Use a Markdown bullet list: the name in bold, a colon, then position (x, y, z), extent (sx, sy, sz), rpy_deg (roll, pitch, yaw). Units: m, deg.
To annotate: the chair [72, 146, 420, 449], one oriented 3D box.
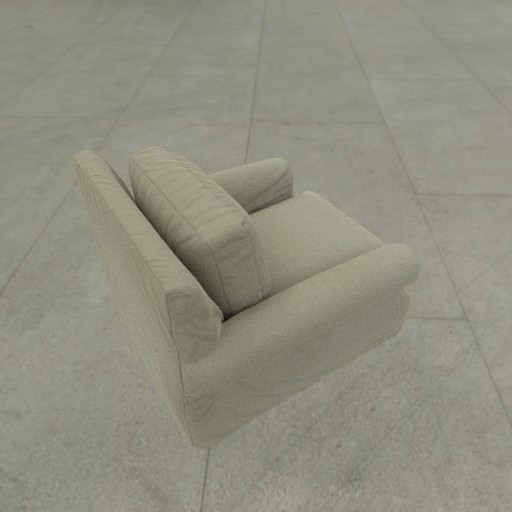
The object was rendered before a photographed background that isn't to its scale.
- **chair**: position (0.000, 0.000, 1.751), extent (1.066, 0.866, 0.940), rpy_deg (-23, 46, -24)
